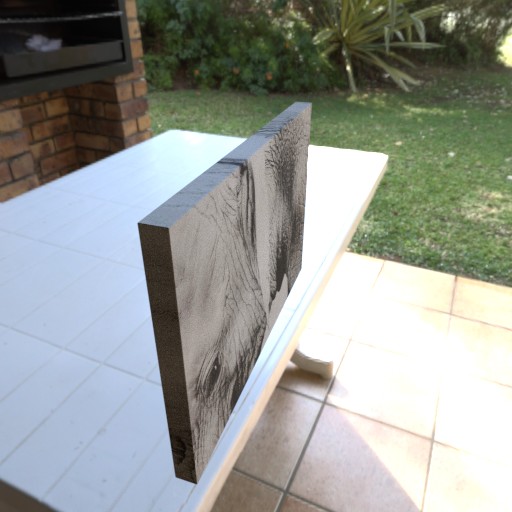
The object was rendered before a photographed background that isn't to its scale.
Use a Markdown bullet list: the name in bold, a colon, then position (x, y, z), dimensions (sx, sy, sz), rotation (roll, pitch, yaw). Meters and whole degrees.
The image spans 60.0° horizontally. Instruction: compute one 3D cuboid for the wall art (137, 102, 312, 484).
- **wall art**: position (0.000, 0.000, 0.781), dimensions (0.035, 0.407, 0.613), rotation (10, 32, 16)
